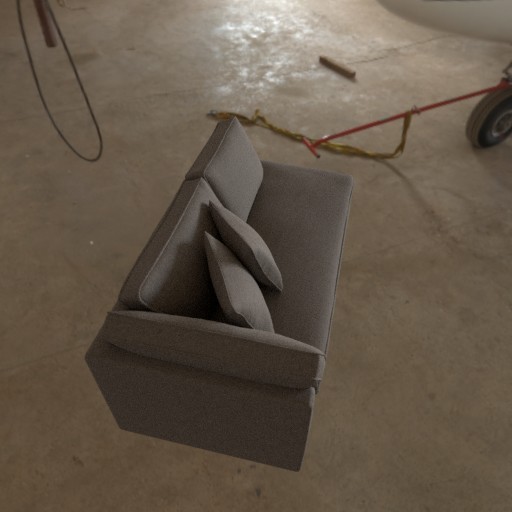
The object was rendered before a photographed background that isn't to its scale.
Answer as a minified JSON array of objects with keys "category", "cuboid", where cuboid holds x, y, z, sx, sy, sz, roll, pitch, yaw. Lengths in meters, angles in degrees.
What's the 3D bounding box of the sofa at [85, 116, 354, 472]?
[{"category":"sofa","cuboid":[0.000,0.000,2.898,1.110,1.033,2.237,10,46,10]}]
